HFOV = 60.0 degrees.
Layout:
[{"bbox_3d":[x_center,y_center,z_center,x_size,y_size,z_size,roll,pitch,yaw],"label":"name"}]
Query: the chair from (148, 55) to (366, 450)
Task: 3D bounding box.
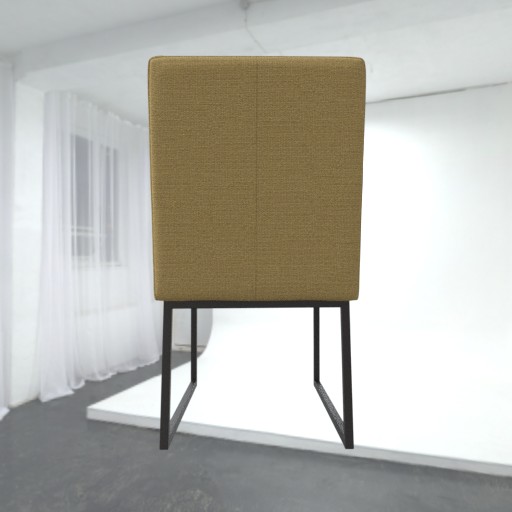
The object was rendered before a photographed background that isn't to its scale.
[{"bbox_3d":[0.000,0.000,1.317,0.520,0.930,0.634,0,-1,0],"label":"chair"}]
